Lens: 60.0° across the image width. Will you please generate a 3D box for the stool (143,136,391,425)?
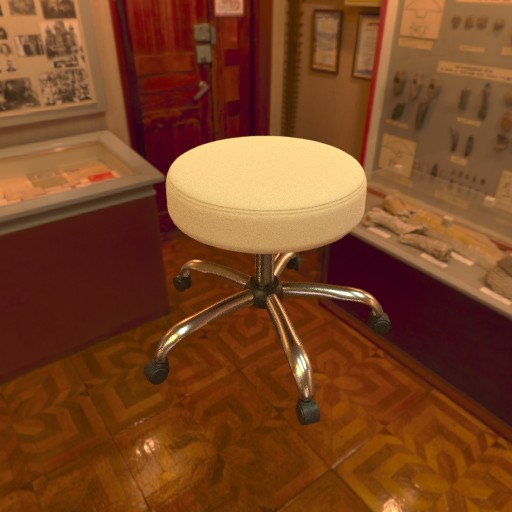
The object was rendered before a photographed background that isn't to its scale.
[{"bbox_3d":[0.000,0.000,1.051,0.614,0.482,0.634,-20,37,-29],"label":"stool"}]
